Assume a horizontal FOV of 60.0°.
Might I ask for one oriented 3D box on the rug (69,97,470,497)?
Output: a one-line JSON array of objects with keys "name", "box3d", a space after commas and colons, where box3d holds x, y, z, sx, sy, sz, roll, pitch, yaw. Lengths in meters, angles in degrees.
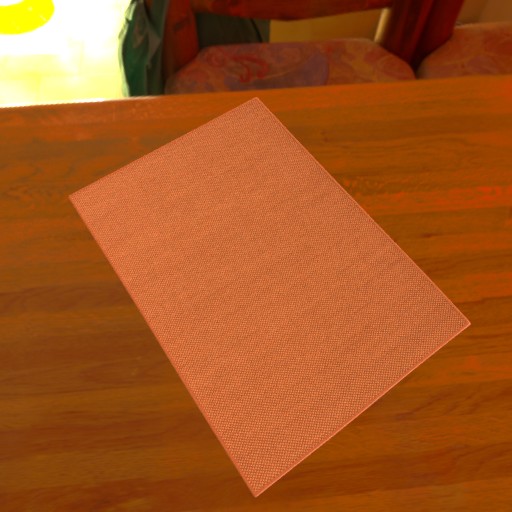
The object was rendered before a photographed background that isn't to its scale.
[{"name": "rug", "box3d": [0.000, 0.000, 2.725, 1.524, 0.013, 2.134, -33, 69, -14]}]
